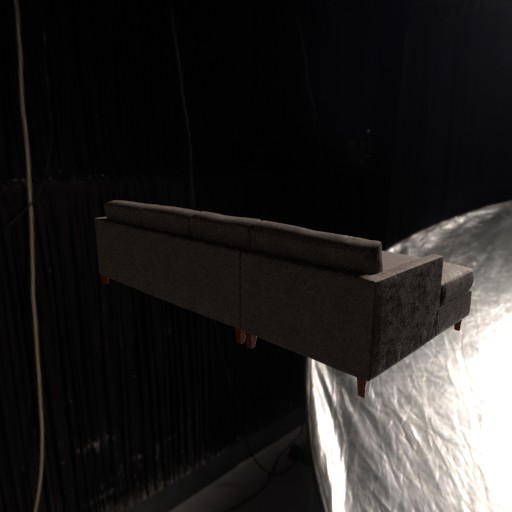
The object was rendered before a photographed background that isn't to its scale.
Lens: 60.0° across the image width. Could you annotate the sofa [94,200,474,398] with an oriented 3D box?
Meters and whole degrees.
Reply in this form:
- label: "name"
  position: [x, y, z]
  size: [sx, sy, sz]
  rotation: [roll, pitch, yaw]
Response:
- label: "sofa"
  position: [0.000, 0.000, 4.242]
  size: [1.606, 0.954, 3.471]
  rotation: [-13, 18, -43]
